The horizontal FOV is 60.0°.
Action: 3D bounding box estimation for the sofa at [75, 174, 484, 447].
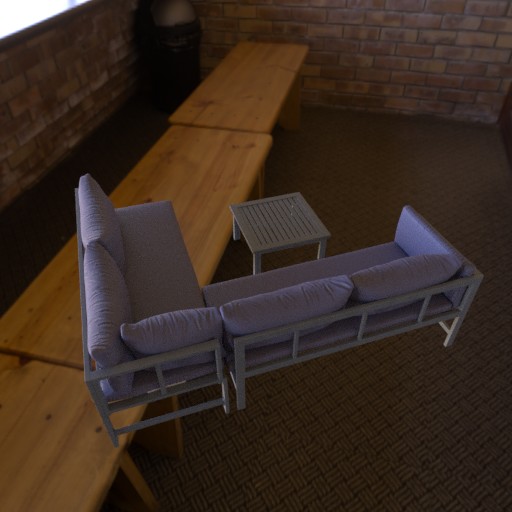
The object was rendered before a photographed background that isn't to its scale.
[{"bbox_3d":[0.000,0.000,2.970,2.149,0.762,1.658,-12,43,-14],"label":"sofa"}]
